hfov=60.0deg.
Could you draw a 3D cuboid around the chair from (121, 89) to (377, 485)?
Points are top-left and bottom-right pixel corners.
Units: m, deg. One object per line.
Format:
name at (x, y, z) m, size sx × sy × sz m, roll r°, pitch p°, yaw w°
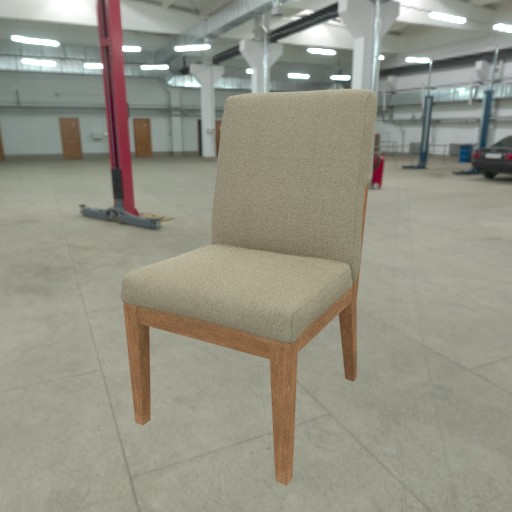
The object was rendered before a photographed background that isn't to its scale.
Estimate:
chair at (0.000, 0.000, 1.251) m, size 0.507 × 0.911 × 0.586 m, roll 9°, pitch 18°, yaw 28°
